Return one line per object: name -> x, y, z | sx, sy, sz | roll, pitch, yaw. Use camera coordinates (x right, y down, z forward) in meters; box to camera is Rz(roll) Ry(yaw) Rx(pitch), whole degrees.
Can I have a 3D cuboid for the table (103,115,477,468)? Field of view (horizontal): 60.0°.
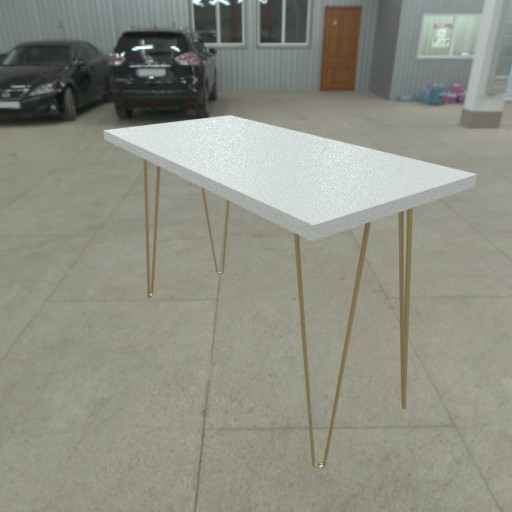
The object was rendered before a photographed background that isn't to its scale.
table -> 0.000, 0.000, 1.362 | 0.498, 0.660, 0.991 | -18, 32, -32
